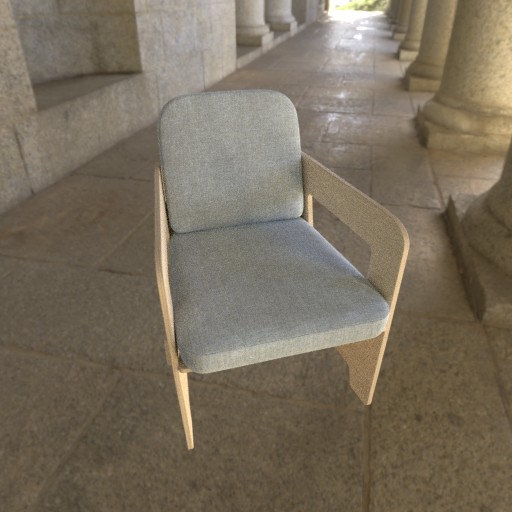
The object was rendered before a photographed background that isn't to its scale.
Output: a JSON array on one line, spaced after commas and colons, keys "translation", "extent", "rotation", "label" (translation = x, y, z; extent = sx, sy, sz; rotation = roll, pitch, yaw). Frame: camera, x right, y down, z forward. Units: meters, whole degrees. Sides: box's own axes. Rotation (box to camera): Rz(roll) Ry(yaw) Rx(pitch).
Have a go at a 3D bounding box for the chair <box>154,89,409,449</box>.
[{"translation": [0.000, 0.000, 1.289], "extent": [0.590, 0.800, 0.710], "rotation": [-9, 33, -14], "label": "chair"}]
